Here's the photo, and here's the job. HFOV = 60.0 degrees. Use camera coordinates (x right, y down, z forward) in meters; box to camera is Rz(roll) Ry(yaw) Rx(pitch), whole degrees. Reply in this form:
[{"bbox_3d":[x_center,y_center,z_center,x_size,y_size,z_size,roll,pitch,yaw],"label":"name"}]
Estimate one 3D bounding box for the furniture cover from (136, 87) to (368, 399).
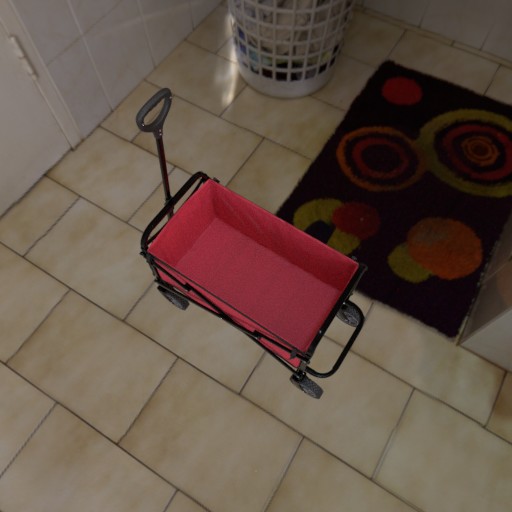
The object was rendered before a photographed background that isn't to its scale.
[{"bbox_3d":[0.000,0.000,1.811,1.038,1.295,0.532,31,68,14],"label":"furniture cover"}]
